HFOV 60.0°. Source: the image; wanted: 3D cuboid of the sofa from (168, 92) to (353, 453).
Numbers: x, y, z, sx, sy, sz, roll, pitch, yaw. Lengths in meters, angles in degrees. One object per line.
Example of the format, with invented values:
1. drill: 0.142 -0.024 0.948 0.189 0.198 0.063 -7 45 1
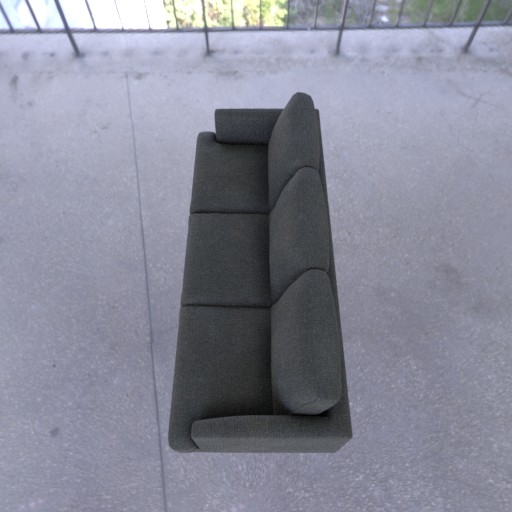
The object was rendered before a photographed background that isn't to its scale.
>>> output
1. sofa: 0.000 0.000 2.783 0.903 0.930 2.246 0 59 0
